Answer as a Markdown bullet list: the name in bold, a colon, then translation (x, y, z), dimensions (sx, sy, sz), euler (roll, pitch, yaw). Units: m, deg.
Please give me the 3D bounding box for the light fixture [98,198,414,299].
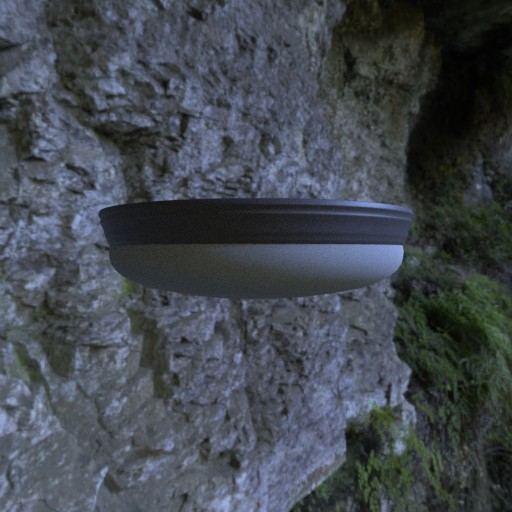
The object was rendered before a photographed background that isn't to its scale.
- **light fixture**: translation (0.000, 0.000, 0.549), dimensions (0.368, 0.100, 0.368), euler (0, 1, 0)
